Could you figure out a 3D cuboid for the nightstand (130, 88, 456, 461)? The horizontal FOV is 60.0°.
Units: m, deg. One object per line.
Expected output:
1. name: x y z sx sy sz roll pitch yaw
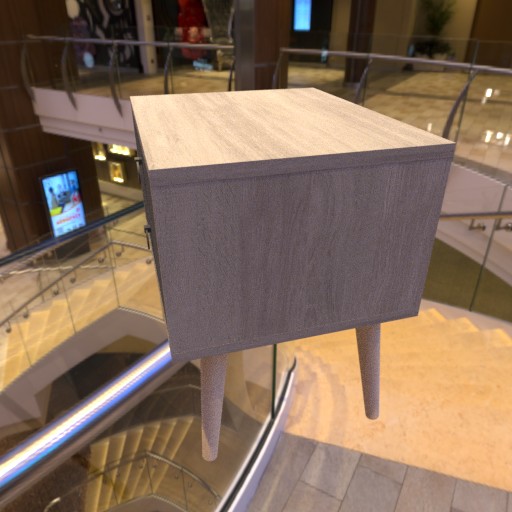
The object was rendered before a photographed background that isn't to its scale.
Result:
1. nightstand: 0.000 0.000 0.808 0.380 0.500 0.450 -8 30 -14
